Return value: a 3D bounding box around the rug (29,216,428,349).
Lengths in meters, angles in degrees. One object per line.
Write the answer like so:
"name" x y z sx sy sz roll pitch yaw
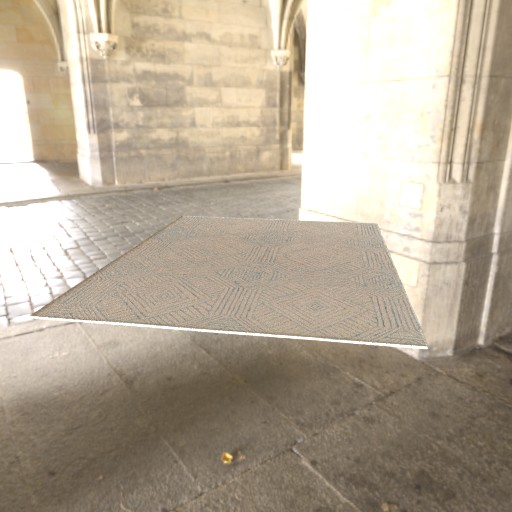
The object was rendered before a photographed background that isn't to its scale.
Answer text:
"rug" 0.000 0.000 4.083 2.457 0.015 3.049 3 18 9
